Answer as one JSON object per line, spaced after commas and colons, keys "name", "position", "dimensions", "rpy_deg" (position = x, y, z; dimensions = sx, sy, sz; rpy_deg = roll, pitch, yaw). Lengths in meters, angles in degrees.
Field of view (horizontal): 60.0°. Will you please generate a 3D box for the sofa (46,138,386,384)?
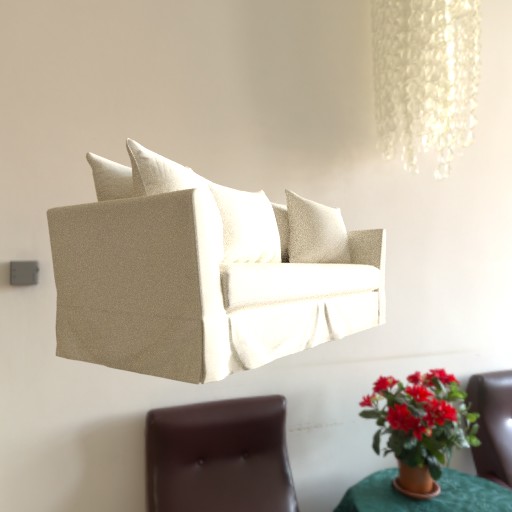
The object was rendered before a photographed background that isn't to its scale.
{"name": "sofa", "position": [0.000, 0.000, 2.859], "dimensions": [1.031, 1.034, 2.290], "rpy_deg": [-1, -2, 34]}
